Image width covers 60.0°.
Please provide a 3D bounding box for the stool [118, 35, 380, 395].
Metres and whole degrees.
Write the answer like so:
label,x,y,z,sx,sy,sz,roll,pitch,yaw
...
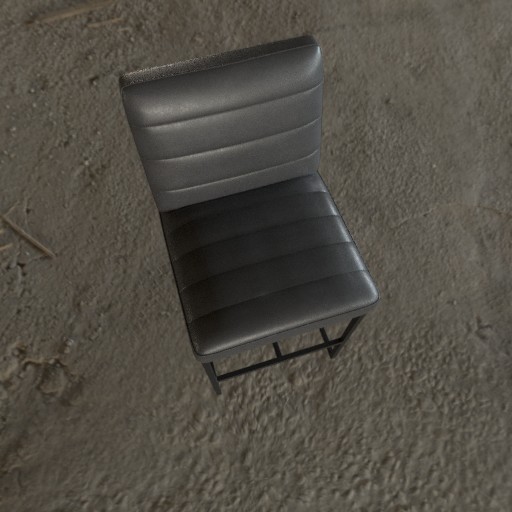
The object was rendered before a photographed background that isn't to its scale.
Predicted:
label,x,y,z,sx,sy,sz,roll,pitch,yaw
stool,0.000,0.000,1.248,0.457,0.938,0.552,-16,64,-8
